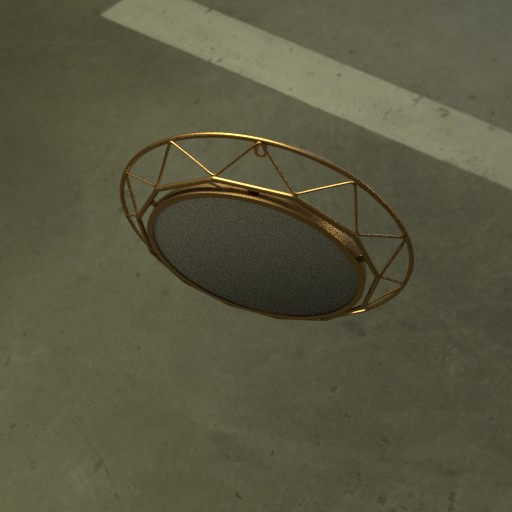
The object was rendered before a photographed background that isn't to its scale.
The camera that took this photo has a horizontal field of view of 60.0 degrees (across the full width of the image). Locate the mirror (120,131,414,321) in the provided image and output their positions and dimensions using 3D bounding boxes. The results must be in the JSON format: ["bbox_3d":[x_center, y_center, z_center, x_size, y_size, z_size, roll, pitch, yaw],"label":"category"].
[{"bbox_3d":[0.000,0.000,0.678,0.454,0.454,0.043,14,60,8],"label":"mirror"}]
